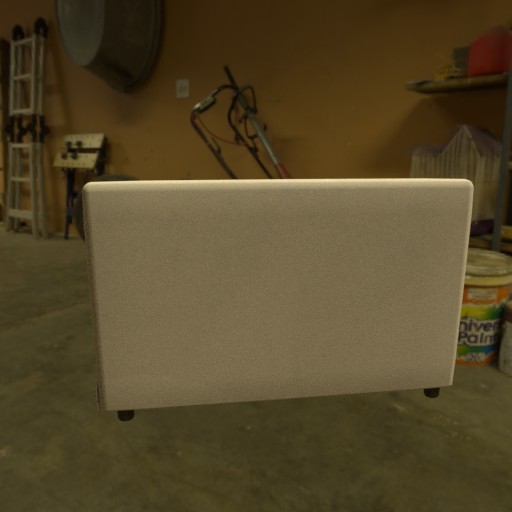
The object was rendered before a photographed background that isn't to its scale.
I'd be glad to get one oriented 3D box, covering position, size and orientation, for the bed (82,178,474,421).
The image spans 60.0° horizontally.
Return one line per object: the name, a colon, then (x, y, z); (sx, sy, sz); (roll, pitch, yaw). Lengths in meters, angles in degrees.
bed: (0.000, 0.000, 3.486); (2.119, 1.317, 2.319); (-2, 13, -7)
